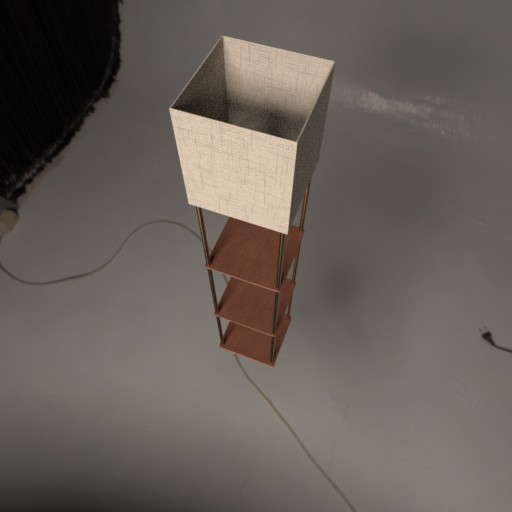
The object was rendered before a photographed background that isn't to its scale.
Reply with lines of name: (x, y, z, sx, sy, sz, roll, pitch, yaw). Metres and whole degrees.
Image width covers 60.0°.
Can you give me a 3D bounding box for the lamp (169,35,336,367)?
lamp: (0.000, 0.000, 1.731, 0.310, 1.569, 0.308, 18, 60, 11)
